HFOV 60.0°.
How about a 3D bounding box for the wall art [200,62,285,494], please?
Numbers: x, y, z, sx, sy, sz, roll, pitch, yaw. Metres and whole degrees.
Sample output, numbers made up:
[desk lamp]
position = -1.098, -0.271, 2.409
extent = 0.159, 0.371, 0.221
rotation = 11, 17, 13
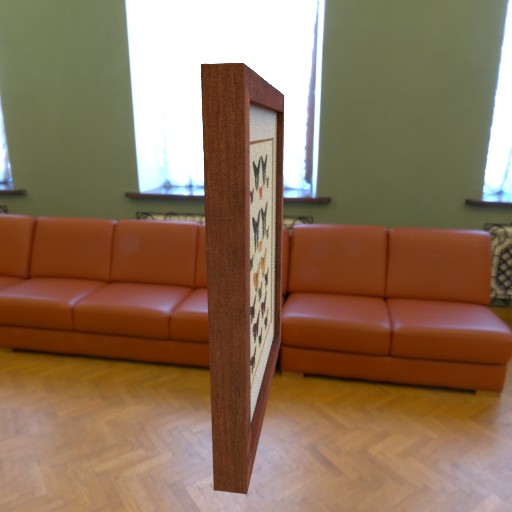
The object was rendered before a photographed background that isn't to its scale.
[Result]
[wall art]
position = 0.000, 0.000, 0.619
extent = 0.039, 0.449, 0.377
rotation = 2, 16, 8
